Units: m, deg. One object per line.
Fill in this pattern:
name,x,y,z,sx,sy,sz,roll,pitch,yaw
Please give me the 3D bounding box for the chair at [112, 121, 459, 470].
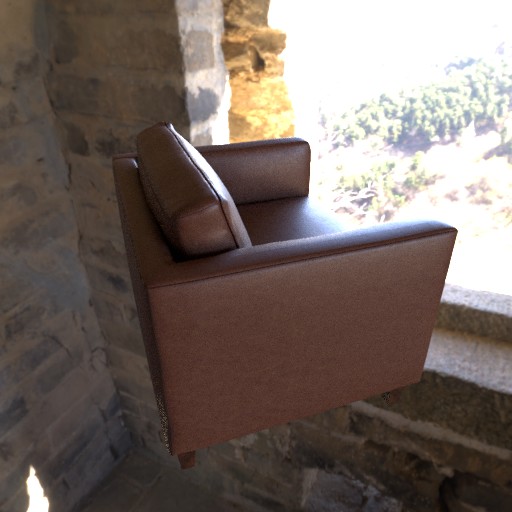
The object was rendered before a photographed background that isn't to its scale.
chair,0.000,0.000,1.753,0.959,0.917,1.107,-10,32,-17
